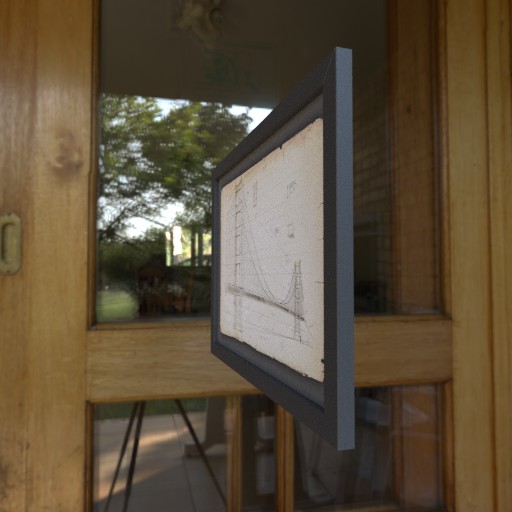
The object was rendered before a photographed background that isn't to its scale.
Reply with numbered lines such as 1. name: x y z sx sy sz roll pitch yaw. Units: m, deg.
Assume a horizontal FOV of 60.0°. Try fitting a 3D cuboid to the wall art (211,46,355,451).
1. wall art: 0.000 0.000 0.542 0.016 0.306 0.432 1 -2 -18
